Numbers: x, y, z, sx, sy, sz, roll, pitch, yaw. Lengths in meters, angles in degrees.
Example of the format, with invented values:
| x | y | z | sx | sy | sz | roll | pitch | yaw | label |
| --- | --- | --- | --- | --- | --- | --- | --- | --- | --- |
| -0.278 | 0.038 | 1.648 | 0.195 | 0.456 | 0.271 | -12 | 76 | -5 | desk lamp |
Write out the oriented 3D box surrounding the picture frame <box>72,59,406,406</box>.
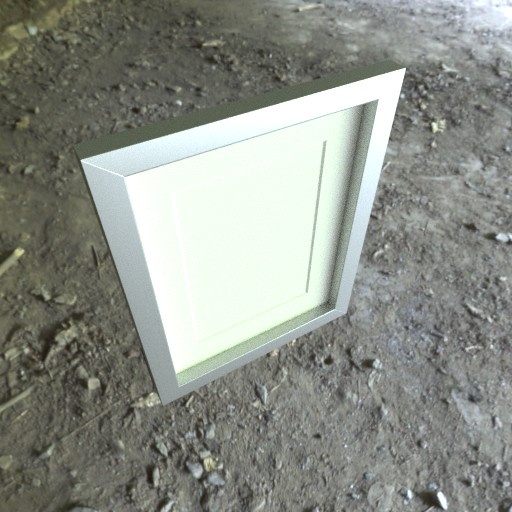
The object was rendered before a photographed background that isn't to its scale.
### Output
| x | y | z | sx | sy | sz | roll | pitch | yaw | label |
| --- | --- | --- | --- | --- | --- | --- | --- | --- | --- |
| 0.000 | 0.000 | 0.516 | 0.307 | 0.386 | 0.036 | -22 | 50 | -20 | picture frame |
